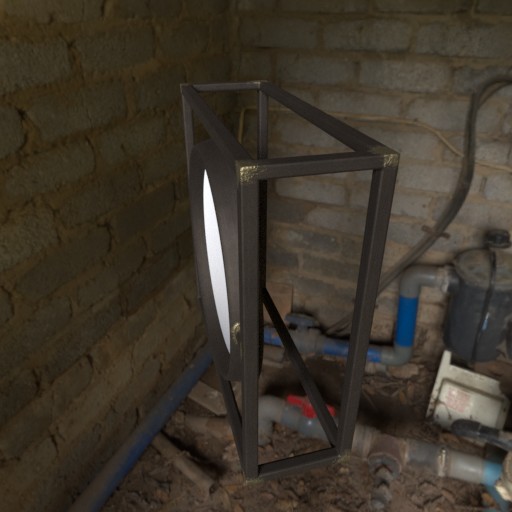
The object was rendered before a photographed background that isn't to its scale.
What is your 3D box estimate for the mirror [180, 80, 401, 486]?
[{"bbox_3d":[0.000,0.000,0.470,0.107,0.303,0.306,-8,31,-13],"label":"mirror"}]
